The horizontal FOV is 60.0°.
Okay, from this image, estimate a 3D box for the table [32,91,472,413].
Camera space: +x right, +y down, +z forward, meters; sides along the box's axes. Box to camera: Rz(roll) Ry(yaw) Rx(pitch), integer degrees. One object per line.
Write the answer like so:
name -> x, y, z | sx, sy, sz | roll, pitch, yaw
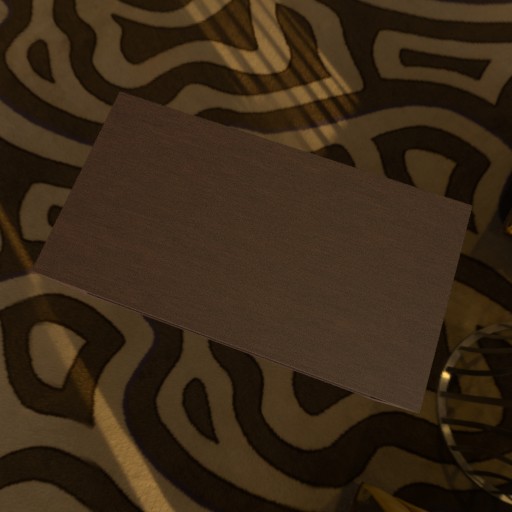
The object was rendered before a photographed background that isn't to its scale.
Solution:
table -> 0.000, 0.000, 1.449 | 1.099, 0.424, 0.597 | 19, 77, 5
